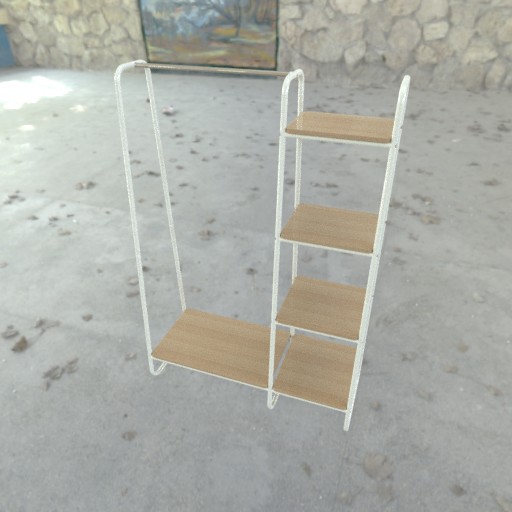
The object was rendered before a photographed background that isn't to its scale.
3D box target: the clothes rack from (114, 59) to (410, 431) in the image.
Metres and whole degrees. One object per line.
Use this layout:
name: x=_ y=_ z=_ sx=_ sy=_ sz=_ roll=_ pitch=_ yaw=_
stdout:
clothes rack: x=0.000 y=0.000 z=1.909 sx=1.011 sy=1.500 sz=0.400 roll=11 pitch=33 yaw=17
